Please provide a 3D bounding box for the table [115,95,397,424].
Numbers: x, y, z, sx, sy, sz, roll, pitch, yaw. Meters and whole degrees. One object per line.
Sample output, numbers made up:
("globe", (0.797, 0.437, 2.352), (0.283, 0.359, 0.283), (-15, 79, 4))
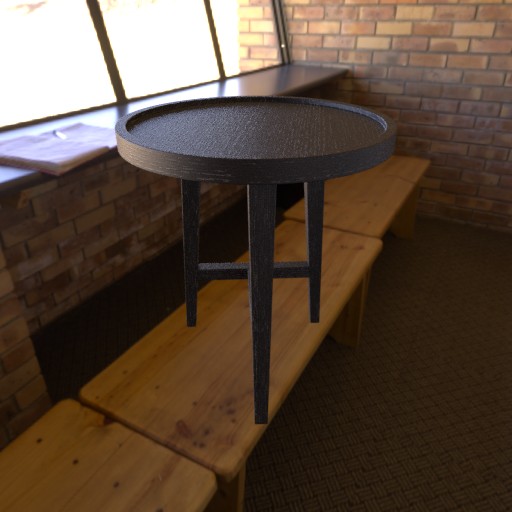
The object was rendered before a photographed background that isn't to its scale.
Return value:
("table", (0.000, 0.000, 0.761), (0.399, 0.460, 0.399), (0, 29, 0))
